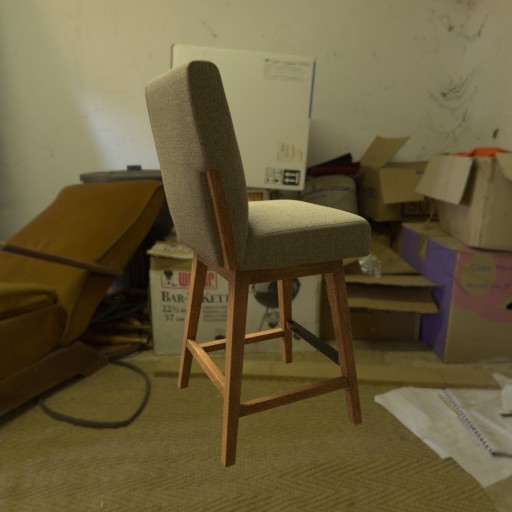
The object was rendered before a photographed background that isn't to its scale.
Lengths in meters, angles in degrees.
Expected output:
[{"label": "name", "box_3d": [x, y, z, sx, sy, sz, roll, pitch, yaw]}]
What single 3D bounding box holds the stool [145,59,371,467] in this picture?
[{"label": "stool", "box_3d": [0.000, 0.000, 1.331, 0.526, 1.010, 0.459, -7, 16, -25]}]
